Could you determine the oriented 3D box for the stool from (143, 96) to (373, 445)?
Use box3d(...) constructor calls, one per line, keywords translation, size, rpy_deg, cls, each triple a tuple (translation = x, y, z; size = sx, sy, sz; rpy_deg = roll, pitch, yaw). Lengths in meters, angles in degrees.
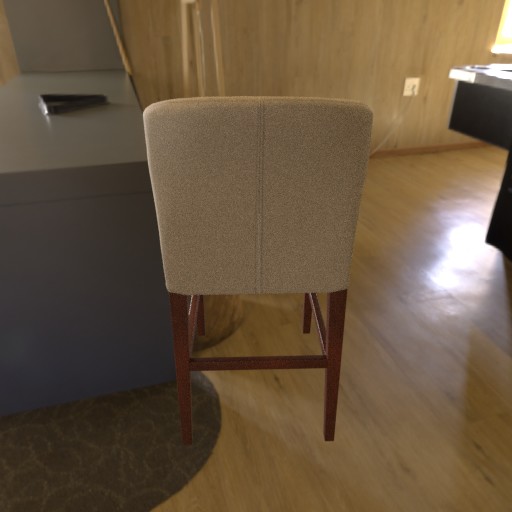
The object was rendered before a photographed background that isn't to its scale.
box3d(translation=(0.000, 0.000, 1.274), size=(0.479, 0.968, 0.568), rpy_deg=(-1, 30, -2), cls="stool")
